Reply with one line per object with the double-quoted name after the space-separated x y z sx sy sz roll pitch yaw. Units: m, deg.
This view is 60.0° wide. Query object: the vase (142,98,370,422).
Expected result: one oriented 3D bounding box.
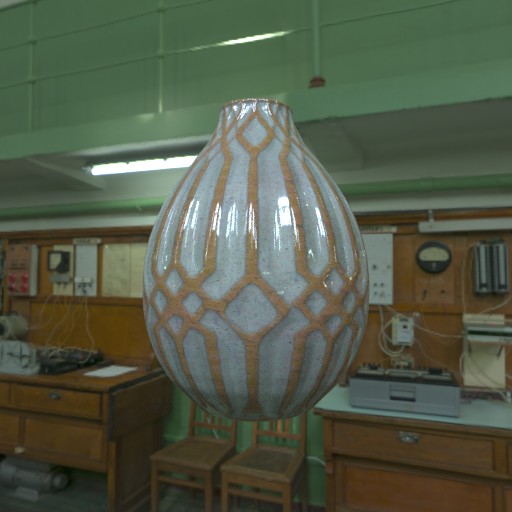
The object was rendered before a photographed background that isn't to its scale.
0.000 0.000 0.265 0.131 0.175 0.131 0 -2 0 "vase"
